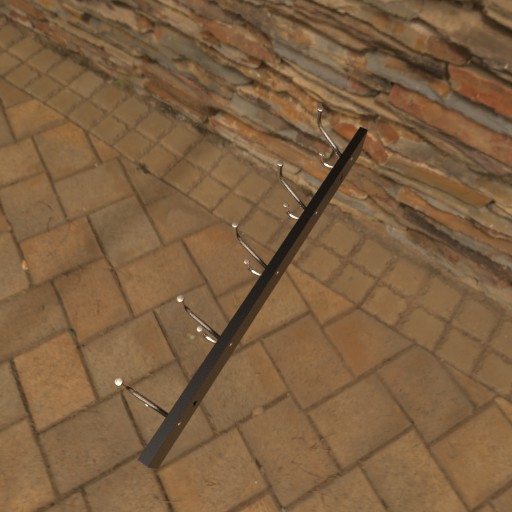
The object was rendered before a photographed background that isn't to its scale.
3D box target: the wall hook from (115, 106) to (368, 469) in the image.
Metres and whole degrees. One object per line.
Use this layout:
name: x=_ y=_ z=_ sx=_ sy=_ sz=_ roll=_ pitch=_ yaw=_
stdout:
wall hook: x=0.000 y=0.000 z=0.608 sx=0.071 sy=0.117 sz=0.571 roll=29 pitch=66 yaw=14
